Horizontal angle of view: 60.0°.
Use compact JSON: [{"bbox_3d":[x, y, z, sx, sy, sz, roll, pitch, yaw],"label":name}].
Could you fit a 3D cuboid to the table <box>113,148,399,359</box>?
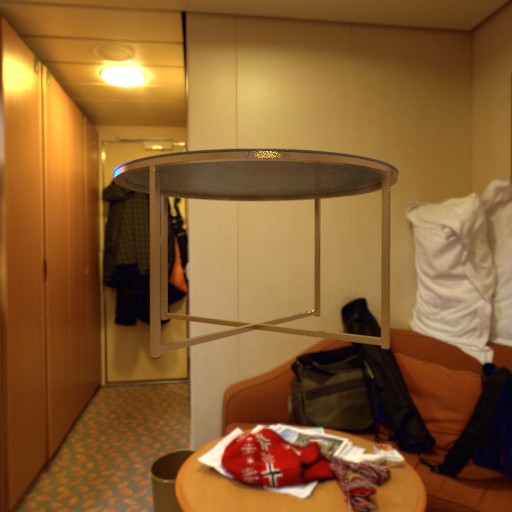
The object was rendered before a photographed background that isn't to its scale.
[{"bbox_3d":[0.000,0.000,1.309,0.800,0.450,0.800,0,1,0],"label":"table"}]
